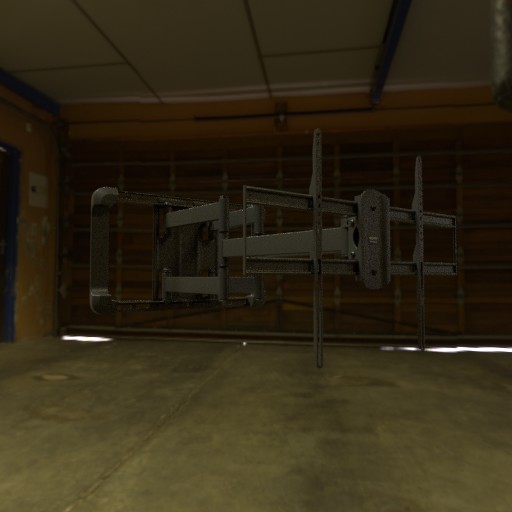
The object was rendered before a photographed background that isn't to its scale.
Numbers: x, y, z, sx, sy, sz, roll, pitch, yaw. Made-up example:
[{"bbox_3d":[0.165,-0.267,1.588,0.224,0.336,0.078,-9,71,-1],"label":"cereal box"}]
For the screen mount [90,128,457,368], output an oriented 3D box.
[{"bbox_3d":[0.000,0.000,1.343,0.725,0.483,0.905,2,-3,-36],"label":"screen mount"}]
